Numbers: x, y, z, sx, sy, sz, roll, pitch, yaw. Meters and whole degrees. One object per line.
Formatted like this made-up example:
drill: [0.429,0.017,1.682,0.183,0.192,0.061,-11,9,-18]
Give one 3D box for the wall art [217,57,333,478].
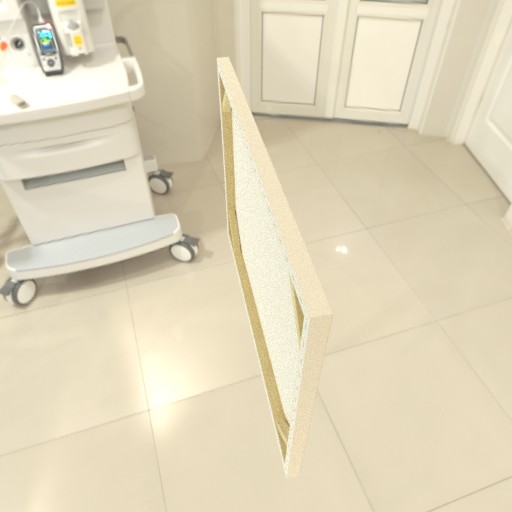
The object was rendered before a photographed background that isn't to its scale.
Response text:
wall art: [0.000,0.000,1.318,0.038,0.762,1.016,-9,47,-8]
